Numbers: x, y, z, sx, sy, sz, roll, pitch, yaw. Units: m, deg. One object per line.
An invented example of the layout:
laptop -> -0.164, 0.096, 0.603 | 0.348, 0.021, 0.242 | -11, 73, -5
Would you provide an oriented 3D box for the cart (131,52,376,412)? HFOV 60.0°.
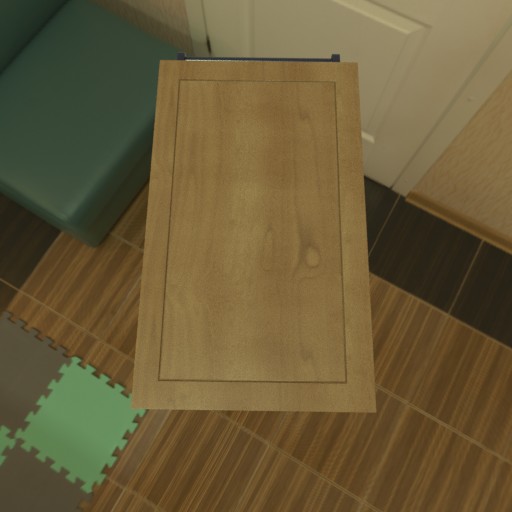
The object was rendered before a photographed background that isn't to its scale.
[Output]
cart -> 0.000, 0.000, 1.367 | 0.459, 0.901, 0.840 | 1, 75, 0
